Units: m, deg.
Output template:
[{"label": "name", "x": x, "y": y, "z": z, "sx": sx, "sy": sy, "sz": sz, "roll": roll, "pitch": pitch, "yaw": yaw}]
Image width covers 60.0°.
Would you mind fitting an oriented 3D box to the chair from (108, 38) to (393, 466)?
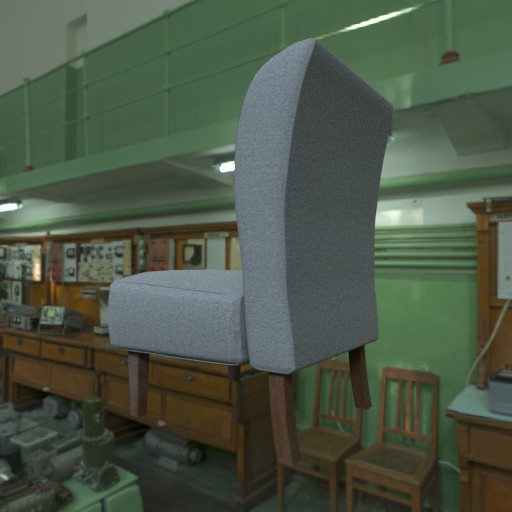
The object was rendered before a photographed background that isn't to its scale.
[{"label": "chair", "x": 0.000, "y": 0.000, "z": 1.155, "sx": 0.592, "sy": 0.804, "sz": 0.513, "roll": -1, "pitch": -1, "yaw": 35}]
